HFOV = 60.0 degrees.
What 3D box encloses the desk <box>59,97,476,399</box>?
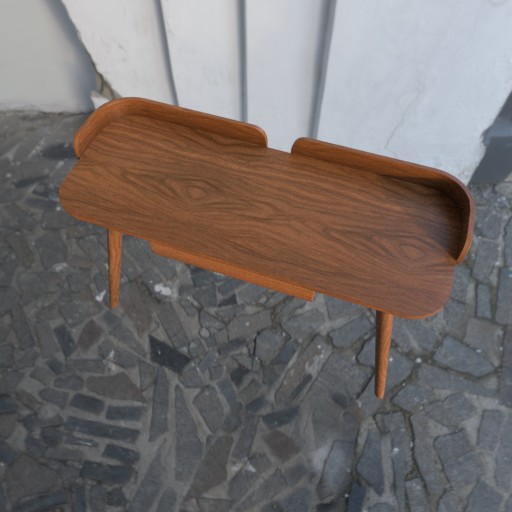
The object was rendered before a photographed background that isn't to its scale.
[{"bbox_3d":[0.000,0.000,1.664,1.256,0.800,0.486,17,59,10],"label":"desk"}]
